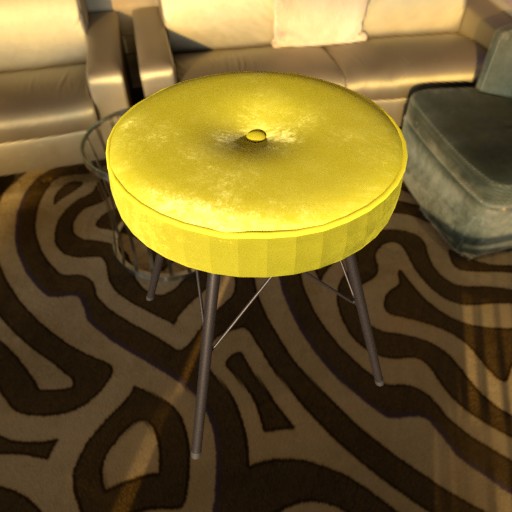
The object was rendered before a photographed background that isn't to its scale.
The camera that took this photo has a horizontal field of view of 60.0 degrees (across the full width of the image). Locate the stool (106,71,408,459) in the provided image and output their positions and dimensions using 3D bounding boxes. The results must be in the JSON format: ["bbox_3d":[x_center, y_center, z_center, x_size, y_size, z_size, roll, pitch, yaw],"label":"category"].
[{"bbox_3d":[0.000,0.000,0.781,0.409,0.508,0.409,-16,48,-15],"label":"stool"}]
